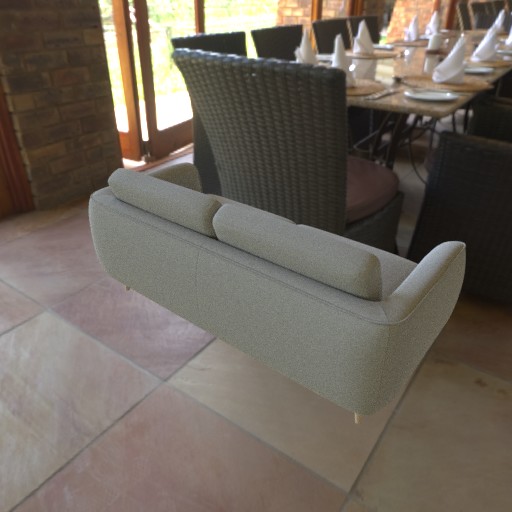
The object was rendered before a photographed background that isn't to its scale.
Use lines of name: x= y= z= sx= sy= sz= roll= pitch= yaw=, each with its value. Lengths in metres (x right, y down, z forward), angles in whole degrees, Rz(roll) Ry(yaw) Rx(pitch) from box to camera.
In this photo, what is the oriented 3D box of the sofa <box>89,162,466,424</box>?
sofa: x=0.000 y=0.000 z=2.473 sx=2.000 sy=0.850 sz=0.920 roll=22 pitch=37 yaw=33
